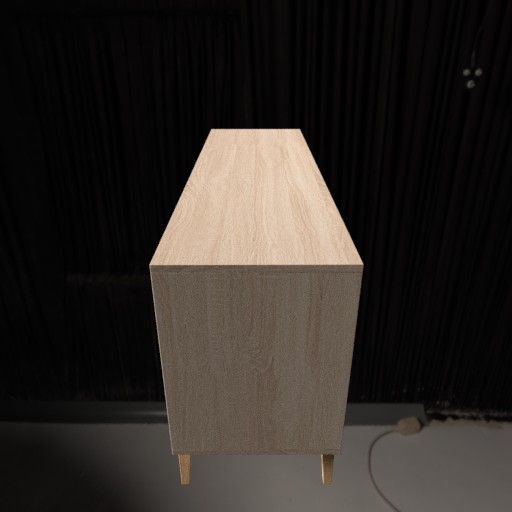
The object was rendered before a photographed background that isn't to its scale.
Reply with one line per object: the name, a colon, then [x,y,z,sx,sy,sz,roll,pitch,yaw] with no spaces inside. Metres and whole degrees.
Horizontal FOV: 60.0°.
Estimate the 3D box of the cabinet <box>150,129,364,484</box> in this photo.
cabinet: [0.000,0.000,1.946,0.500,0.780,1.649,0,27,0]
